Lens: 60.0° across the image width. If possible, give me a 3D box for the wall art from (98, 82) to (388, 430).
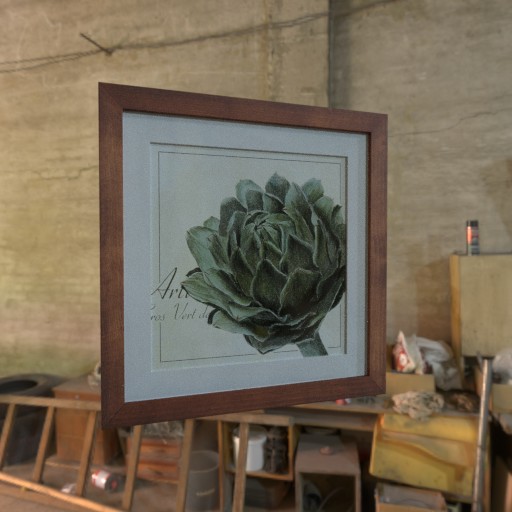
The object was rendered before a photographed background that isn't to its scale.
[{"bbox_3d":[0.000,0.000,0.834,0.554,0.572,0.037,0,1,-19],"label":"wall art"}]
